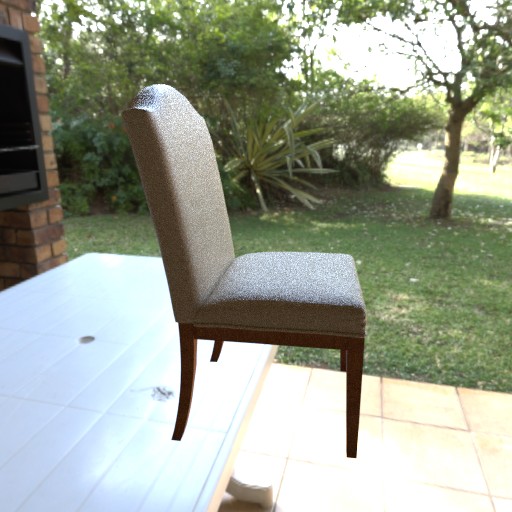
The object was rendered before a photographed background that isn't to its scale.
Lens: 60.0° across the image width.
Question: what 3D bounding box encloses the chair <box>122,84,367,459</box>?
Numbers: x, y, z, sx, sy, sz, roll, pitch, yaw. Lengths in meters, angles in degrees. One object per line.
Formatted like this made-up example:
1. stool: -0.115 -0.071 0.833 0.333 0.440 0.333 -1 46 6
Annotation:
1. chair: 0.000 0.000 1.386 0.648 1.012 0.534 2 16 8
